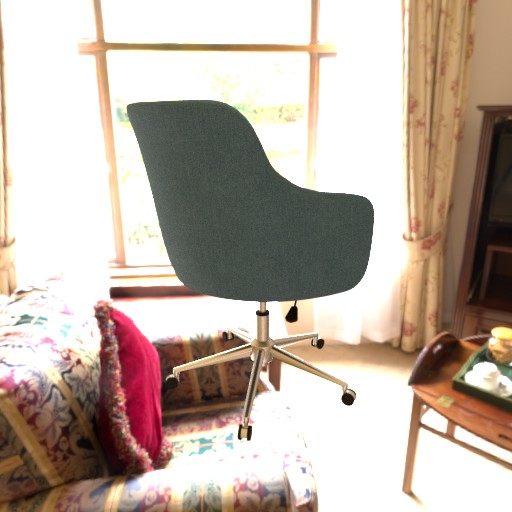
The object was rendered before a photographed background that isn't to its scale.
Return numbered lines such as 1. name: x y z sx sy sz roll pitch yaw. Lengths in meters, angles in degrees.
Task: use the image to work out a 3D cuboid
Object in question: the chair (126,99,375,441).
1. chair: 0.000 0.000 1.259 0.655 0.820 0.599 -16 23 -41
